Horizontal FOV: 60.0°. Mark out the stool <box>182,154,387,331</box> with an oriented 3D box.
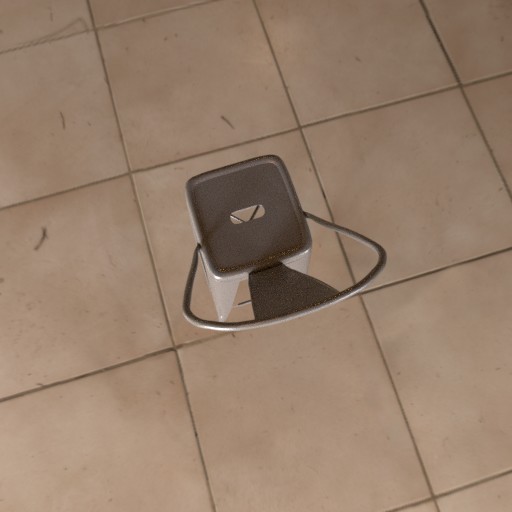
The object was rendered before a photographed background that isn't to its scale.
[{"bbox_3d":[0.000,0.000,1.335,0.399,1.096,0.513,-17,76,-4],"label":"stool"}]
